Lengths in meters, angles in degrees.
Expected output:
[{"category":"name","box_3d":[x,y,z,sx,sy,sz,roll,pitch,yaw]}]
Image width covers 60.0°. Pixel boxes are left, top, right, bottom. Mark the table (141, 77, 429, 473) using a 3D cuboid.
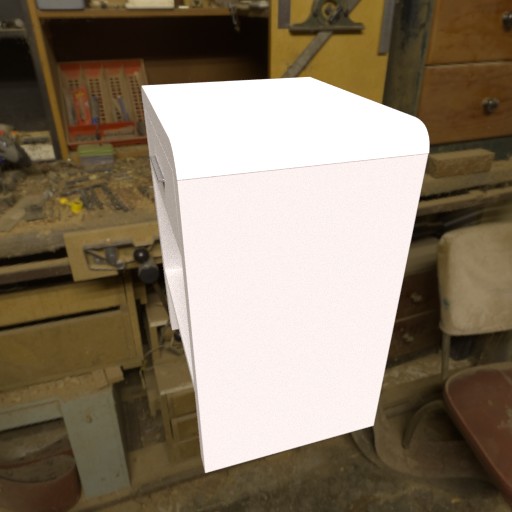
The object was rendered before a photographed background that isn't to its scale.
[{"category":"table","box_3d":[0.000,0.000,0.870,0.350,0.590,0.450,-9,32,-15]}]
